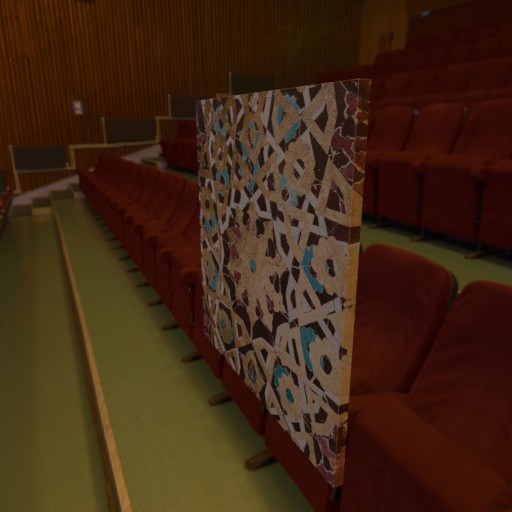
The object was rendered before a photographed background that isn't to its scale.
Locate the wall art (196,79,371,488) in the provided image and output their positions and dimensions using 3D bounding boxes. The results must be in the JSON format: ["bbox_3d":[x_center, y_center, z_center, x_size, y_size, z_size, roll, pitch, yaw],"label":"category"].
[{"bbox_3d":[0.000,0.000,1.106,0.028,0.762,0.757,-8,18,-25],"label":"wall art"}]
